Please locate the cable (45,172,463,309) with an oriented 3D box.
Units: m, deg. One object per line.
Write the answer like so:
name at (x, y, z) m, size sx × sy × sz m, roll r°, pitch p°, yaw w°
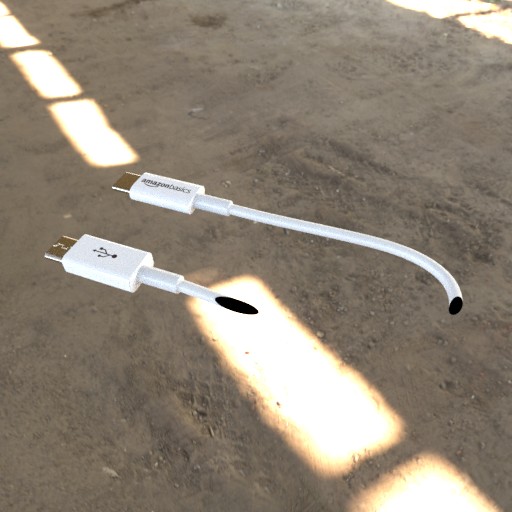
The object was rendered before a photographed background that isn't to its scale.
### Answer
cable at (0.000, 0.000, 0.111) m, size 0.098 × 0.006 × 0.040 m, roll 15°, pitch 48°, yaw 14°
